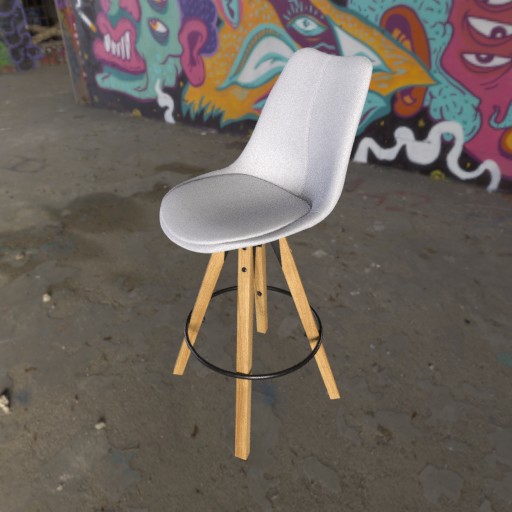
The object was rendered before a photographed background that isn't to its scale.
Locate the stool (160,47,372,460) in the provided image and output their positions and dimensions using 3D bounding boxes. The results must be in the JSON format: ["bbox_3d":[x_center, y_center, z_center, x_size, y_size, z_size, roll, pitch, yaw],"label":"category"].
[{"bbox_3d":[0.000,0.000,1.366,0.550,1.115,0.484,-21,38,-30],"label":"stool"}]
